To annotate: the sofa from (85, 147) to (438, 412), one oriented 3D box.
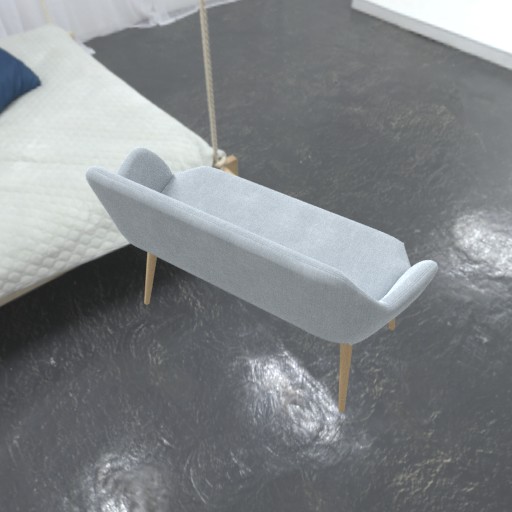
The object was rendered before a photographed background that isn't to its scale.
[{"bbox_3d":[0.000,0.000,1.598,1.150,0.840,0.610,24,52,21],"label":"sofa"}]
